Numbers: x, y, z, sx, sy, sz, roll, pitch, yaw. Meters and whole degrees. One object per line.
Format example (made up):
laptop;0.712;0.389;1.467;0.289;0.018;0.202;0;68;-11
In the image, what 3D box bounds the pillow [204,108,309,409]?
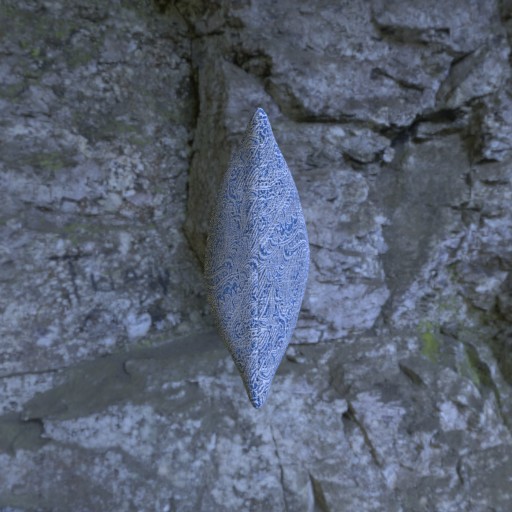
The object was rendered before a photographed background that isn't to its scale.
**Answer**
pillow;0.000;0.000;0.734;0.151;0.295;0.615;0;0;-1
